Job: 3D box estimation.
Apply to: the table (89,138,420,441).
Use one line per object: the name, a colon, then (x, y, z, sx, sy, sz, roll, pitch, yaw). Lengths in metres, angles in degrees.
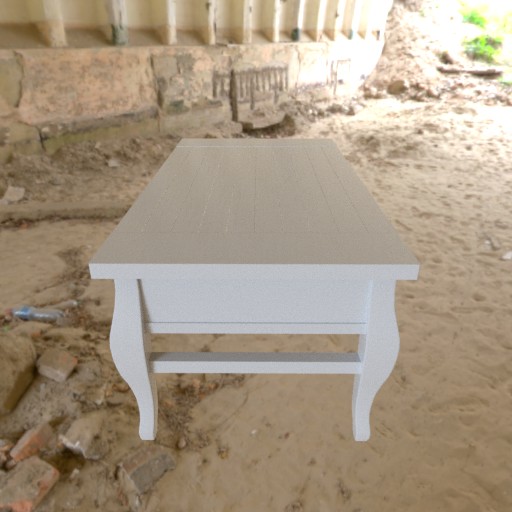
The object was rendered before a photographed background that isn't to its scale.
table: (0.000, 0.000, 1.363, 0.600, 0.495, 1.062, 0, 26, 0)
